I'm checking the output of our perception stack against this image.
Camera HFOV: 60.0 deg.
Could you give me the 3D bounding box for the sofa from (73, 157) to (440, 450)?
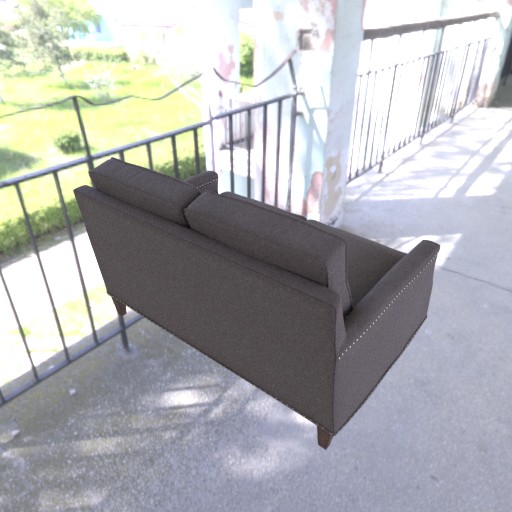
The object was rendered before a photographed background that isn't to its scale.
[{"bbox_3d":[0.000,0.000,2.339,1.597,1.003,1.084,23,39,32],"label":"sofa"}]
